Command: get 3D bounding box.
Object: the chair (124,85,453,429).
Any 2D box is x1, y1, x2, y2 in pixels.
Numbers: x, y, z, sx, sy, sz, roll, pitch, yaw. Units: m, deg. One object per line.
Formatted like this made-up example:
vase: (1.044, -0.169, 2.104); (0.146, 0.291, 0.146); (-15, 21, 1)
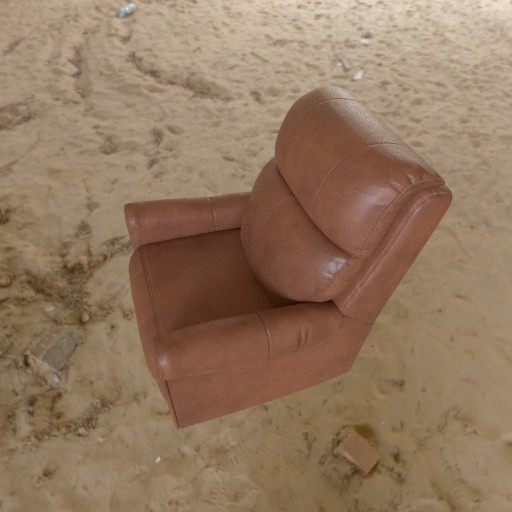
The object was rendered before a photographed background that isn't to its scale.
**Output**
chair: (0.000, 0.000, 1.758); (1.014, 1.054, 0.838); (-14, 47, -13)
